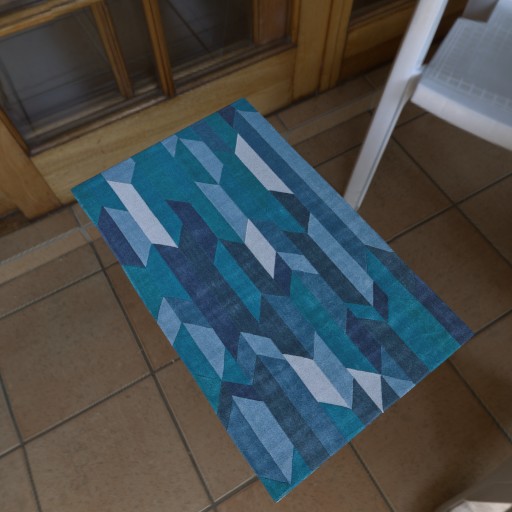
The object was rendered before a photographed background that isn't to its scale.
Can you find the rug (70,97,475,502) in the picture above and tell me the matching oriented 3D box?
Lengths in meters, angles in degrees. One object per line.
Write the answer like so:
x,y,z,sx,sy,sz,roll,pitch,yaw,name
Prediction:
0.000,0.000,2.919,1.528,0.005,2.420,-33,68,-15,rug
